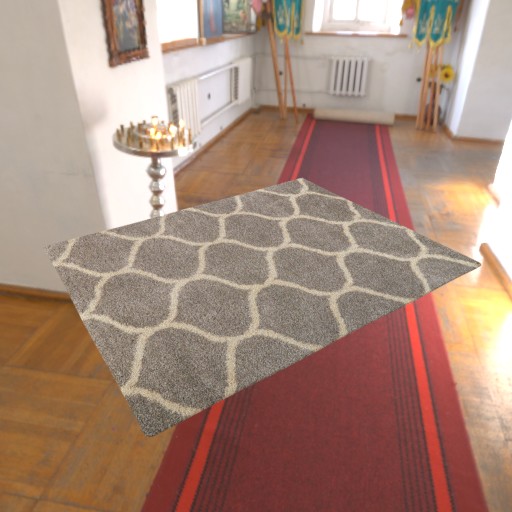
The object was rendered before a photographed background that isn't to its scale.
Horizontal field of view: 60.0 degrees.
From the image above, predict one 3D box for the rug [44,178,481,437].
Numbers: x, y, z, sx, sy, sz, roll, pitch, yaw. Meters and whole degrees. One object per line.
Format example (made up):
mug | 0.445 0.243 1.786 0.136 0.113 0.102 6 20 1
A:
rug | 0.000 0.000 3.856 3.000 0.026 2.399 -19 36 -29
